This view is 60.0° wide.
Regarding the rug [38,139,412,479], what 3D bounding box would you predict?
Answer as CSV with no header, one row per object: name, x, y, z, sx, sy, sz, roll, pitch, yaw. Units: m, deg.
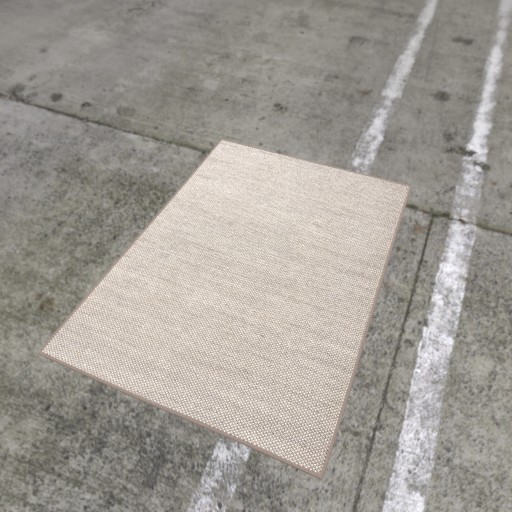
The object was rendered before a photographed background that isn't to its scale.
rug,0.000,0.000,2.700,1.517,0.013,2.115,18,50,15
